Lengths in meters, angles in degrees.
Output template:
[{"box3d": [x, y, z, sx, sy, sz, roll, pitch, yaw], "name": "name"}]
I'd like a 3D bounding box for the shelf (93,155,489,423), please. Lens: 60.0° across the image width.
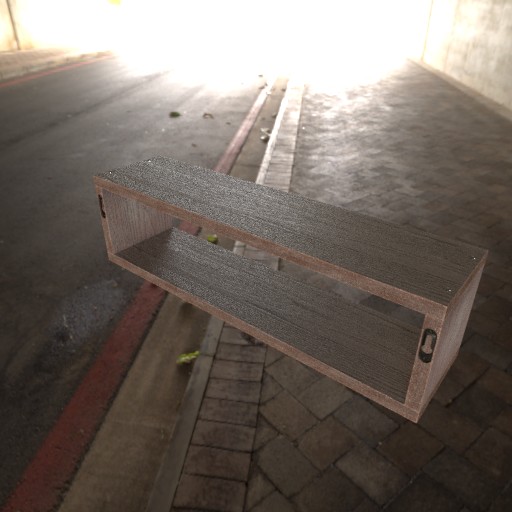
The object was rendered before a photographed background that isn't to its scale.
[{"box3d": [0.000, 0.000, 0.699, 0.610, 0.170, 0.150, 22, 36, 33], "name": "shelf"}]
